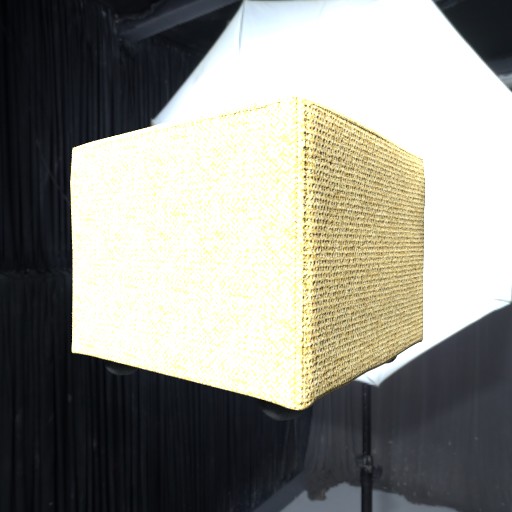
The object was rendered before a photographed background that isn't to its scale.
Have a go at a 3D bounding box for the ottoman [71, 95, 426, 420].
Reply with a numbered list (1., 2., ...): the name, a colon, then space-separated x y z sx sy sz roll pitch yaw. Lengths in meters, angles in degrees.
1. ottoman: 0.000 0.000 0.864 0.512 0.441 0.505 1 1 37
